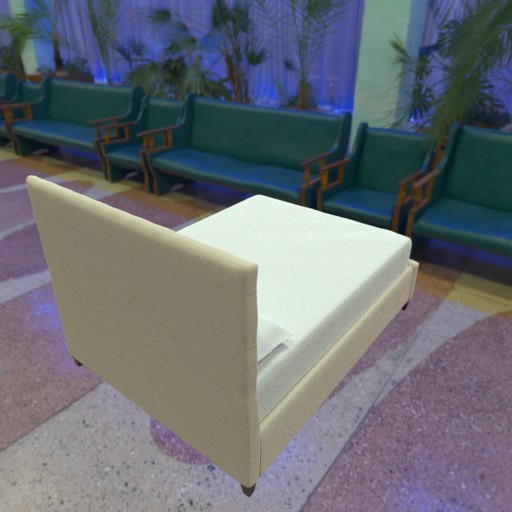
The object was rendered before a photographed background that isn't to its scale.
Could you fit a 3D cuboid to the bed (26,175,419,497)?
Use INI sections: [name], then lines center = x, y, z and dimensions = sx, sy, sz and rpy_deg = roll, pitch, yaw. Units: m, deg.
[bed]
center = 0.000, 0.000, 3.195
dimensions = 1.696, 1.426, 2.233
rpy_deg = 21, 35, 33
